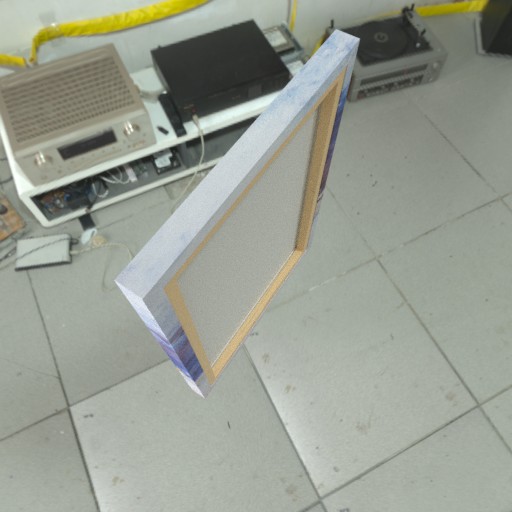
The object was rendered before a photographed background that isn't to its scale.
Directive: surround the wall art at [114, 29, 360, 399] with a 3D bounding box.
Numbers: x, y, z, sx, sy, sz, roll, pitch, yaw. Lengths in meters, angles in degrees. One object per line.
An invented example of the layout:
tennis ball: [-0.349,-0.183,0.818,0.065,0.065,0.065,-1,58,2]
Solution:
wall art: [0.000,0.000,0.761,0.036,0.581,0.437,31,67,14]
